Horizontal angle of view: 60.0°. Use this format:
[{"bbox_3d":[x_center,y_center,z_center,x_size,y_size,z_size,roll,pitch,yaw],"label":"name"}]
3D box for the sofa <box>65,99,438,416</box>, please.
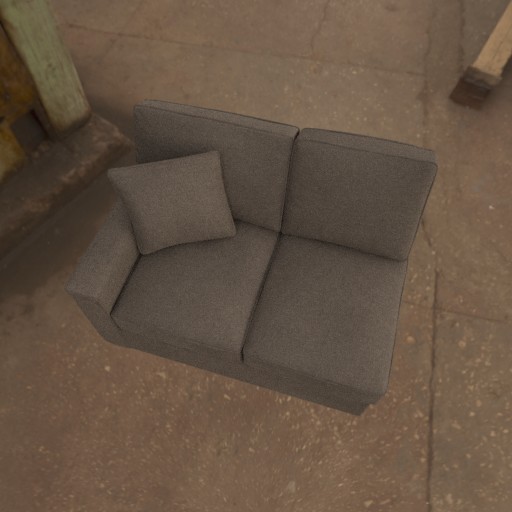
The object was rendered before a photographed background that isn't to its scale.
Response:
[{"bbox_3d":[0.000,0.000,2.091,1.388,0.989,0.991,14,59,9],"label":"sofa"}]
